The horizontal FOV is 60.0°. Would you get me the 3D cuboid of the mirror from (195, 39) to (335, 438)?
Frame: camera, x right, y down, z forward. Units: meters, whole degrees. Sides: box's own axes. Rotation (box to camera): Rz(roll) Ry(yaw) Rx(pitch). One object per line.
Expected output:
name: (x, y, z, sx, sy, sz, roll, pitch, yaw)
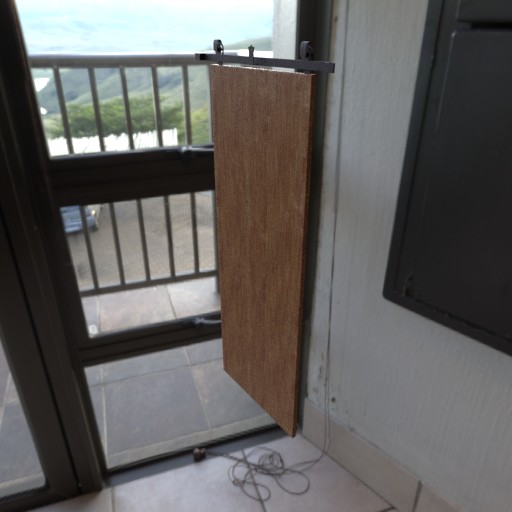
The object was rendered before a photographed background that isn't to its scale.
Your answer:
mirror: (0.000, 0.000, 2.049, 0.042, 1.793, 0.847, -19, 33, -32)
